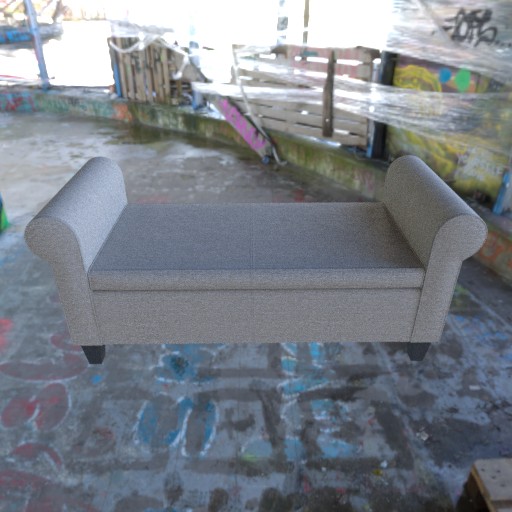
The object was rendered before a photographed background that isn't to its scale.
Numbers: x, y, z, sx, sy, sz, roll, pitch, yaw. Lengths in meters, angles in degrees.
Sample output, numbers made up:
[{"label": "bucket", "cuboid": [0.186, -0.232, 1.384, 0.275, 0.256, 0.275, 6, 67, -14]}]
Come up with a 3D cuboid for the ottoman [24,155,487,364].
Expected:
[{"label": "ottoman", "cuboid": [0.000, 0.000, 1.522, 1.256, 0.547, 0.521, 0, 31, -1]}]
